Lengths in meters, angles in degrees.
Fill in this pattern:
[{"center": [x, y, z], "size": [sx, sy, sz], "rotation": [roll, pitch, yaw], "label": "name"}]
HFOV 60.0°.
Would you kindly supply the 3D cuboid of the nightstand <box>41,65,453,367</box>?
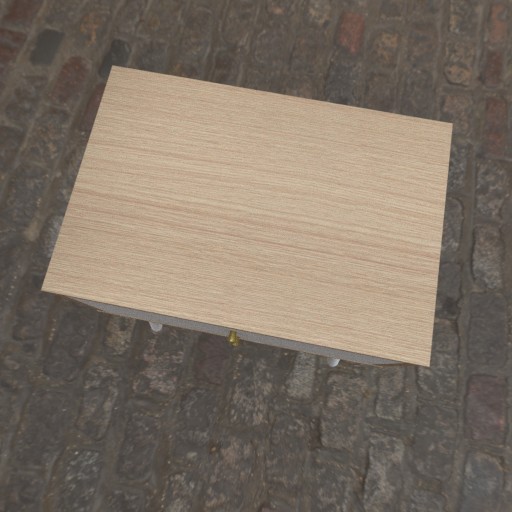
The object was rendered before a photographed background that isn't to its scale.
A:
[{"center": [0.000, 0.000, 0.979], "size": [0.571, 0.610, 0.407], "rotation": [11, 76, 3], "label": "nightstand"}]
